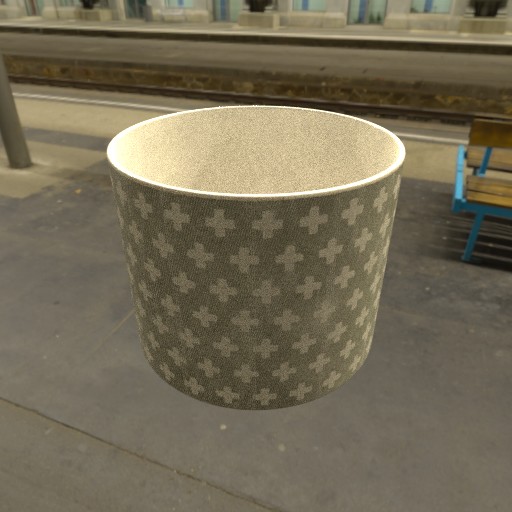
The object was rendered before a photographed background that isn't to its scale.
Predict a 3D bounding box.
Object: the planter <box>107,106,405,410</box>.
[{"bbox_3d":[0.000,0.000,0.447,0.250,0.239,0.250,0,31,0],"label":"planter"}]
